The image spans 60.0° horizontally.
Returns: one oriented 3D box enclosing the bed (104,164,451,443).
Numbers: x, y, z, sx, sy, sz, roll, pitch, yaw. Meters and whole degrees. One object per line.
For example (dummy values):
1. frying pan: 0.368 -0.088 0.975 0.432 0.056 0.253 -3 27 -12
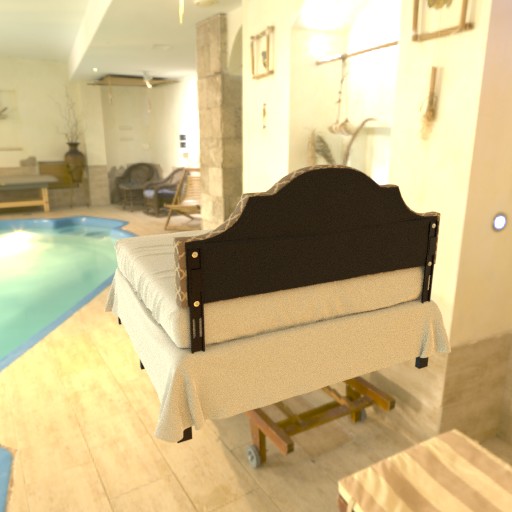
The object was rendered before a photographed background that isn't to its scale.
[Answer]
1. bed: 0.000 0.000 3.709 2.314 1.601 2.222 -7 17 -26
